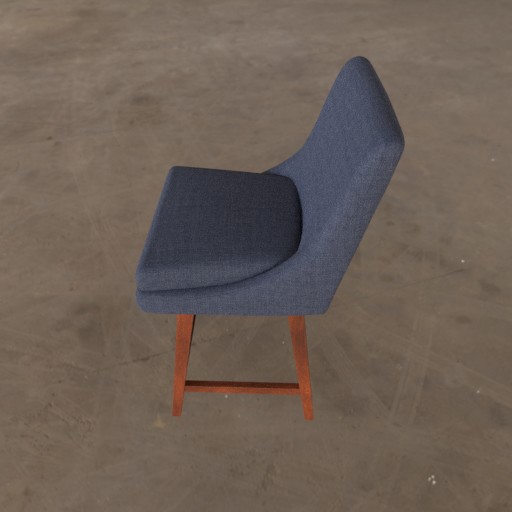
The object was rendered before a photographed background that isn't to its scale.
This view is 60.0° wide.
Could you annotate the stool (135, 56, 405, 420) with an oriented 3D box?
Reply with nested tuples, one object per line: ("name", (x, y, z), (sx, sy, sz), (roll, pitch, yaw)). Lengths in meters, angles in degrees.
("stool", (0.000, 0.000, 1.167), (0.524, 0.895, 0.467), (1, 43, 1))
